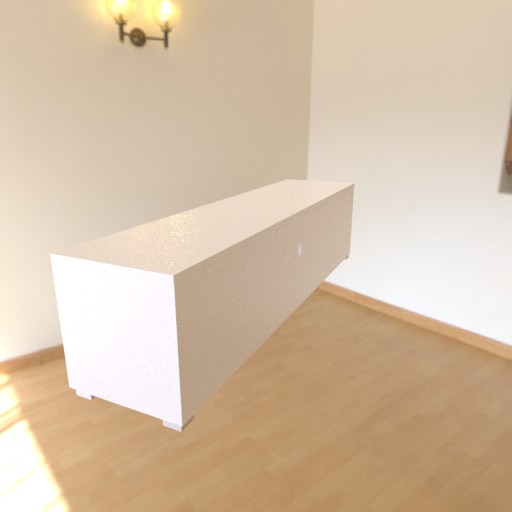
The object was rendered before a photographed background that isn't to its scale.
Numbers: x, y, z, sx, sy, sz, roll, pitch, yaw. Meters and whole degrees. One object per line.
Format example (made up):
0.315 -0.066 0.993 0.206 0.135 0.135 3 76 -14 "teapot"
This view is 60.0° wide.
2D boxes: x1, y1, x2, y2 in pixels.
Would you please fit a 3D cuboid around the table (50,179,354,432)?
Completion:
0.000 0.000 1.841 0.390 0.420 1.650 8 19 25 "table"
